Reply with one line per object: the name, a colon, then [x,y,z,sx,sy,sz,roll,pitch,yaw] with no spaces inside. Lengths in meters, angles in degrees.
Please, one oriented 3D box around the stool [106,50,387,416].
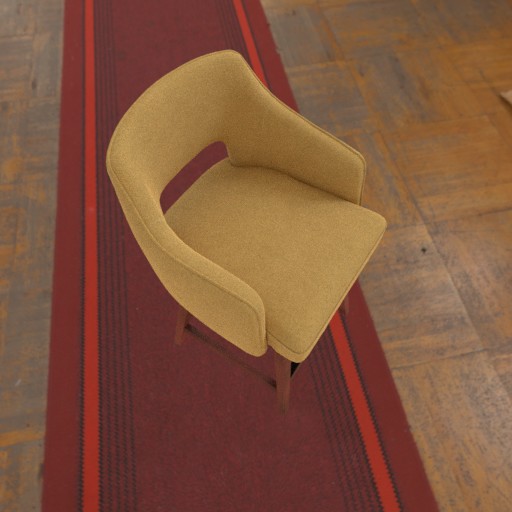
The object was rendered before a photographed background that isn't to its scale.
stool: [0.000,0.000,1.261,0.558,0.924,0.548,30,63,17]
